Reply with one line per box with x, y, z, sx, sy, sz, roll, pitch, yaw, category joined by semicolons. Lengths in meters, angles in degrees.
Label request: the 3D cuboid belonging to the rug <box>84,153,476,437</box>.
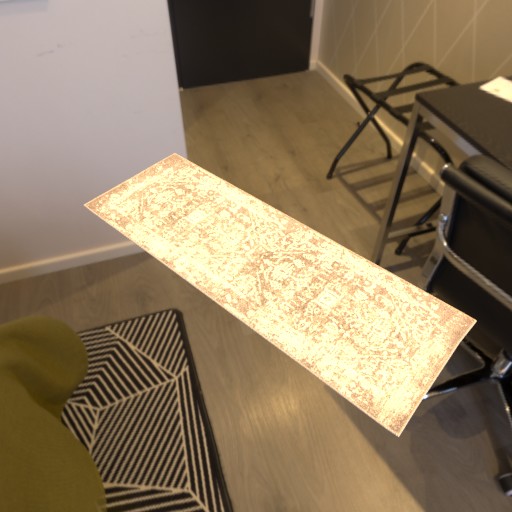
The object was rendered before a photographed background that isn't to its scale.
0.000;0.000;2.747;2.452;0.017;0.855;32;54;27;rug
